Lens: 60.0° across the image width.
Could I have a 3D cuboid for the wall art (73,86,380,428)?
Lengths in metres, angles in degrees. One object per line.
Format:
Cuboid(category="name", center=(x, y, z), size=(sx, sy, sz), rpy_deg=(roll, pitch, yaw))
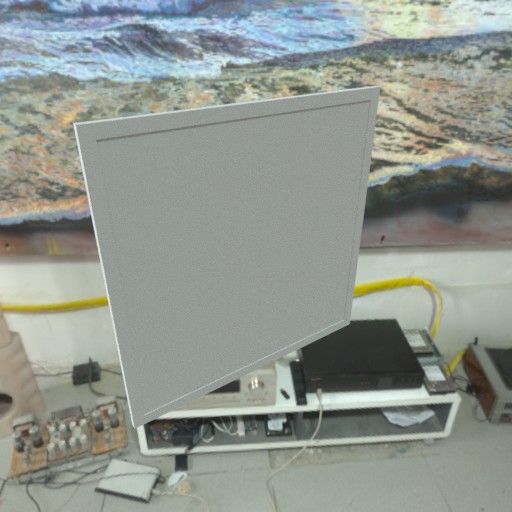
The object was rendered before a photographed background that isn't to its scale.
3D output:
Cuboid(category="wall art", center=(0.000, 0.000, 0.988), size=(0.660, 0.660, 0.015), rpy_deg=(-18, 34, -30))
